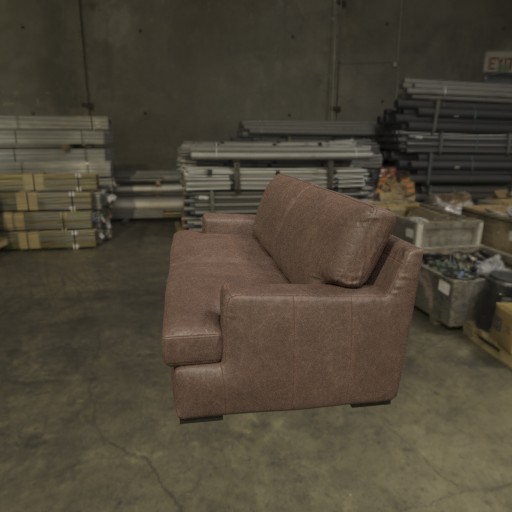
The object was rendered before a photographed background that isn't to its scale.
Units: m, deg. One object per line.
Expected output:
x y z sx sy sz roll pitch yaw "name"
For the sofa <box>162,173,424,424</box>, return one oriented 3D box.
0.000 0.000 2.926 1.143 0.941 2.261 -2 15 -9 "sofa"
